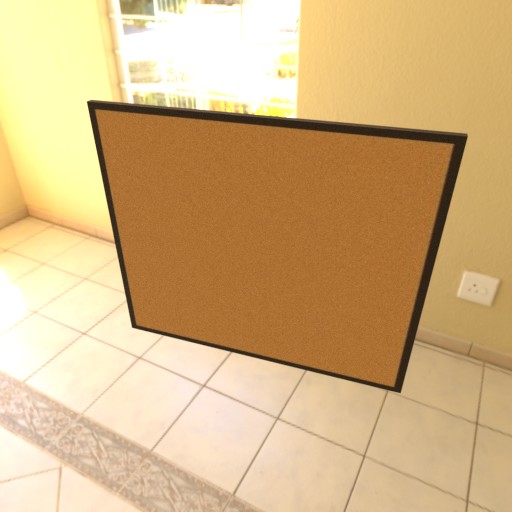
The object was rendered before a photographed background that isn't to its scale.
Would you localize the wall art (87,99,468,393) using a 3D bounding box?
[{"bbox_3d":[0.000,0.000,1.400,1.033,0.875,0.023,10,34,15],"label":"wall art"}]
